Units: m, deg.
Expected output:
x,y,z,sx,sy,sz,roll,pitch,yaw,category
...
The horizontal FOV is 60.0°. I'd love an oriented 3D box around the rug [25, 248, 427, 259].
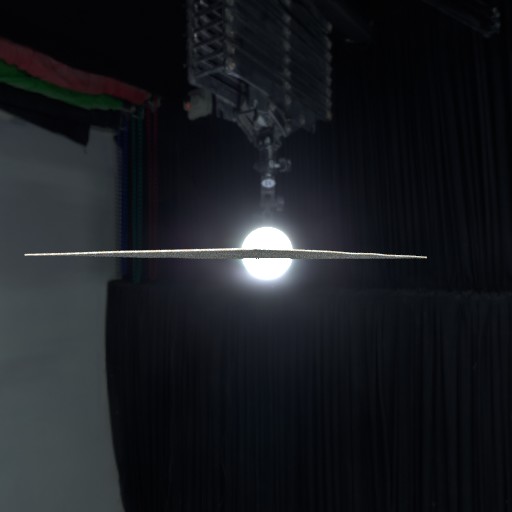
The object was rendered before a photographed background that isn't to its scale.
x,y,z,sx,sy,sz,roll,pitch,yaw,category
0.000,0.000,2.767,1.524,0.013,2.135,-1,-1,36,rug
